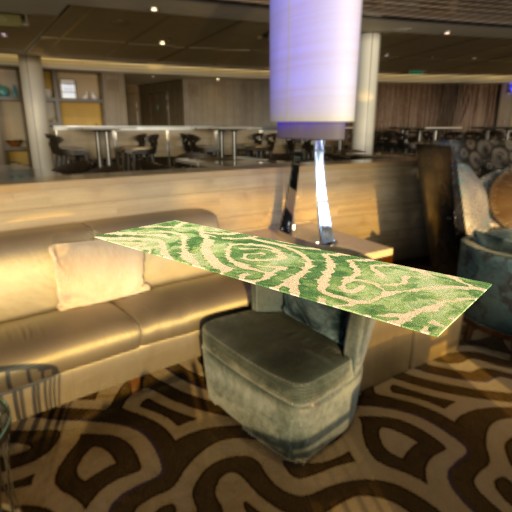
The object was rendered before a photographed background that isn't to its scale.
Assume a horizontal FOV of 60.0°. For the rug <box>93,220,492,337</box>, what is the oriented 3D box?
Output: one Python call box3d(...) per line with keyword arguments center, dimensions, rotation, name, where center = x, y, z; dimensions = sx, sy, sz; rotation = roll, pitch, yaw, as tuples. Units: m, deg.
box3d(center=(0.000, 0.000, 2.688), dimensions=(2.438, 0.006, 0.761), rotation=(13, 21, 39), name="rug")
